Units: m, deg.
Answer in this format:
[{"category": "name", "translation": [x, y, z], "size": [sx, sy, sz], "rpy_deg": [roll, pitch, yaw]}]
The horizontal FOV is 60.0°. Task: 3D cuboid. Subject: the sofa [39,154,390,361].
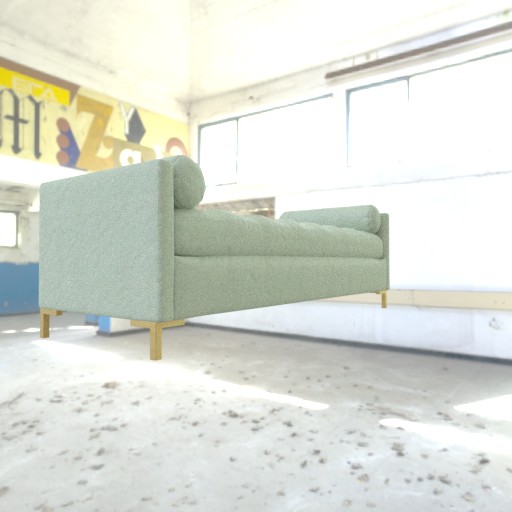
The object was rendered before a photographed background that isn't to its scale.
[{"category": "sofa", "translation": [0.000, 0.000, 2.480], "size": [0.796, 0.705, 2.102], "rpy_deg": [-1, -1, 37]}]
